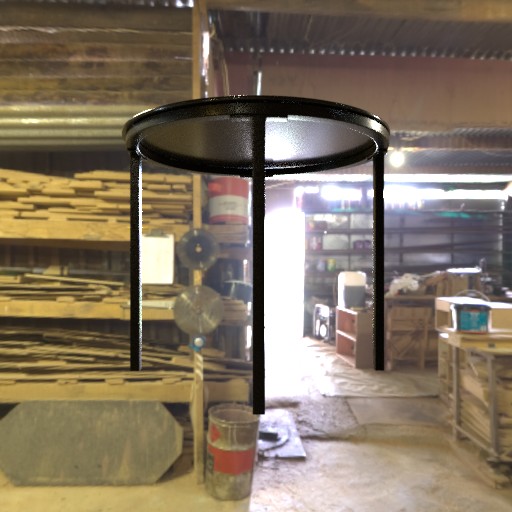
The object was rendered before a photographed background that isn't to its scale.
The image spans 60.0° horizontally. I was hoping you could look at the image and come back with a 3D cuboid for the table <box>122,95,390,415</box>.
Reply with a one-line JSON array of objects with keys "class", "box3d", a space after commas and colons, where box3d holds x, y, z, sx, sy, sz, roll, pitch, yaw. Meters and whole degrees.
[{"class": "table", "box3d": [0.000, 0.000, 0.860, 0.499, 0.443, 0.499, 0, 0, 0]}]
